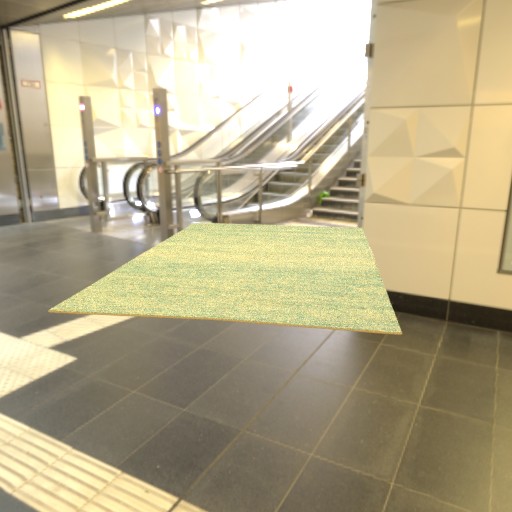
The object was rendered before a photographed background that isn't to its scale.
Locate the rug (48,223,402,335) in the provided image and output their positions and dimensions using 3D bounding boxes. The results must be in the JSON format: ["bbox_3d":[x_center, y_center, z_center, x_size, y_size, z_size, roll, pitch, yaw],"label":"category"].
[{"bbox_3d":[0.000,0.000,3.038,1.593,0.029,2.305,2,15,9],"label":"rug"}]
